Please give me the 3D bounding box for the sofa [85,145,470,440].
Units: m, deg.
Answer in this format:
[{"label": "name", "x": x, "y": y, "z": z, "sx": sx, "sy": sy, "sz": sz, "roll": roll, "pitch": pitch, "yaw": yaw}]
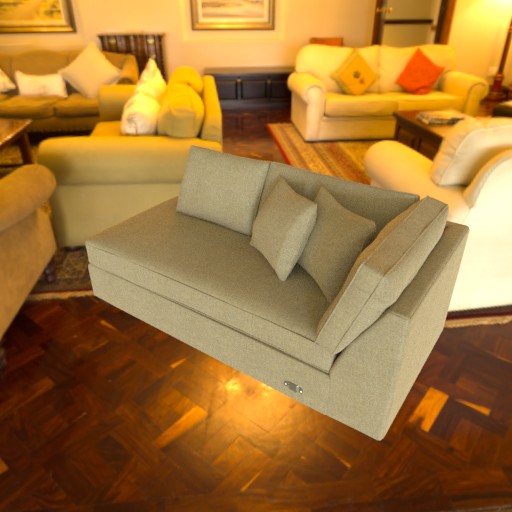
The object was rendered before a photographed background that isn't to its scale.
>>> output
[{"label": "sofa", "x": 0.000, "y": 0.000, "z": 2.853, "sx": 2.238, "sy": 1.019, "sz": 1.110, "roll": 19, "pitch": 35, "yaw": 30}]
